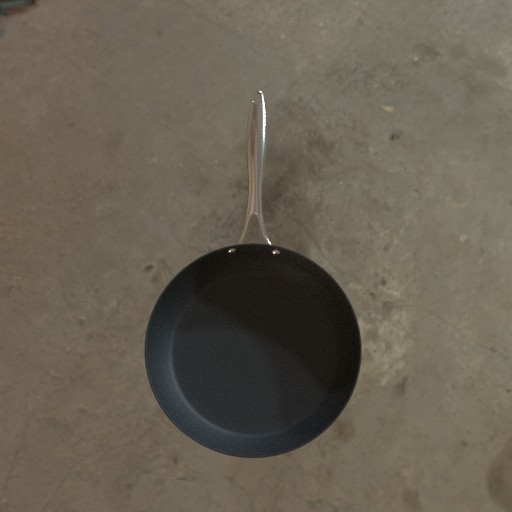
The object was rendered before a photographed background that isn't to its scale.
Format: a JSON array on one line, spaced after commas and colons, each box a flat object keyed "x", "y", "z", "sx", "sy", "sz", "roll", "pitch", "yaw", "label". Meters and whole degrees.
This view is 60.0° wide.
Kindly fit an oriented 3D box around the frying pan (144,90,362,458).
[{"x": 0.000, "y": 0.000, "z": 0.569, "sx": 0.255, "sy": 0.105, "sz": 0.472, "roll": 2, "pitch": 64, "yaw": 1, "label": "frying pan"}]
